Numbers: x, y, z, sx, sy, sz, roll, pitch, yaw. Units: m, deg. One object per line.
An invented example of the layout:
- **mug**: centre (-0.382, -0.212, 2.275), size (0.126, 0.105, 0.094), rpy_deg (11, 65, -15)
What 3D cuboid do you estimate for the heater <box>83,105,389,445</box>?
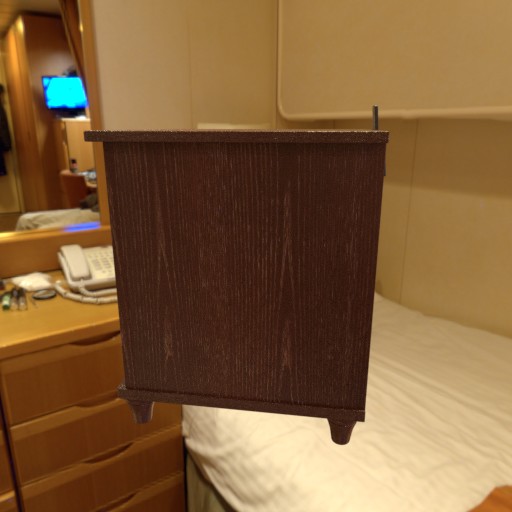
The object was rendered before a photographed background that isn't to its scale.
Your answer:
- **heater**: centre (0.000, 0.000, 0.751), size (0.400, 0.481, 0.362), rpy_deg (3, 16, 9)
